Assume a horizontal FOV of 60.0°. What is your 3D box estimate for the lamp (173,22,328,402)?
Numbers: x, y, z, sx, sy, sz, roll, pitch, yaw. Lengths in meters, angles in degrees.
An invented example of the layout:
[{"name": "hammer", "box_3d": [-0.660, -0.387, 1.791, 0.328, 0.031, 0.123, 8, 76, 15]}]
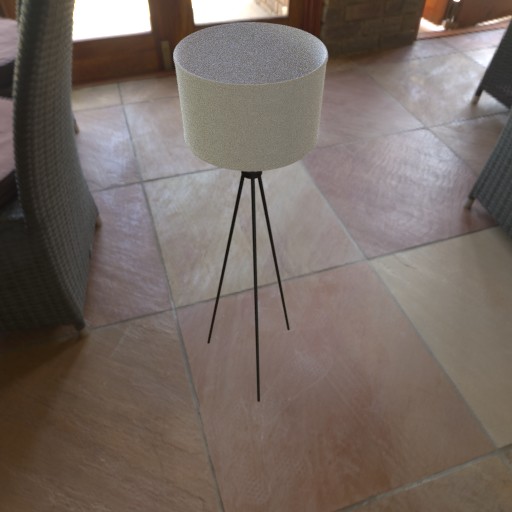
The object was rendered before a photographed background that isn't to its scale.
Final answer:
[{"name": "lamp", "box_3d": [0.000, 0.000, 1.722, 0.448, 1.545, 0.458, -11, 48, -10]}]
